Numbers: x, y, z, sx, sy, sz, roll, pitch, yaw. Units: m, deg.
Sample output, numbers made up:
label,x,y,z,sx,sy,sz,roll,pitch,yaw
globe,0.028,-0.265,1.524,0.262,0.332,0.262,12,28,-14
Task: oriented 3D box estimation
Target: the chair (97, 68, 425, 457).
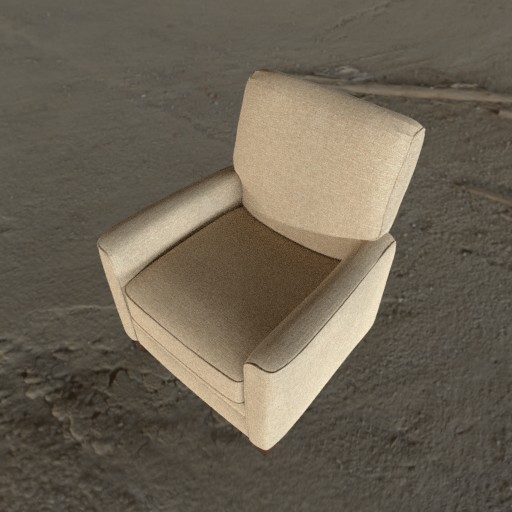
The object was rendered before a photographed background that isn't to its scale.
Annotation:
label,x,y,z,sx,sy,sz,roll,pitch,yaw
chair,0.000,0.000,1.636,0.841,1.028,0.858,31,53,27
